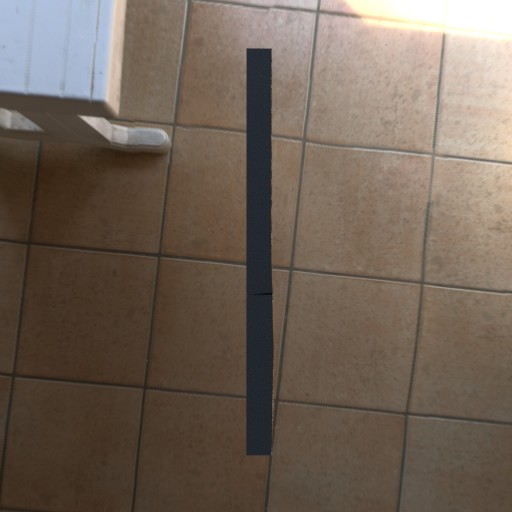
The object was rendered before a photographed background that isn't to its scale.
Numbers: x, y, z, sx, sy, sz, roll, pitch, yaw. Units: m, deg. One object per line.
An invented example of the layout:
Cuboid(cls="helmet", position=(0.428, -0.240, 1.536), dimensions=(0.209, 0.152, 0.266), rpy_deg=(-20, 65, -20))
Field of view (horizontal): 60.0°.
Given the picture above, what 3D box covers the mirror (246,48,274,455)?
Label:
Cuboid(cls="mirror", position=(0.000, 0.000, 1.115), dimensions=(0.044, 0.912, 0.606), rpy_deg=(0, 89, -1))
